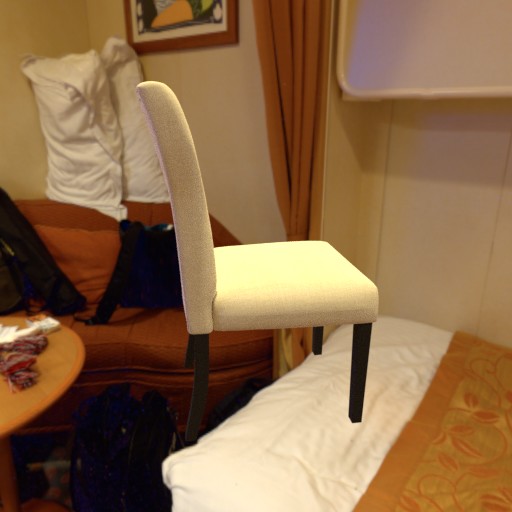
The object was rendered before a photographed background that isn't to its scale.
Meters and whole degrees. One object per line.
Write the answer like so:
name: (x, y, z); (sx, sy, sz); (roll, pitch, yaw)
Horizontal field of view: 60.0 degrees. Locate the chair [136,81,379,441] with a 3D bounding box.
chair: (0.000, 0.000, 1.300); (0.597, 0.921, 0.509); (-3, 18, -9)
